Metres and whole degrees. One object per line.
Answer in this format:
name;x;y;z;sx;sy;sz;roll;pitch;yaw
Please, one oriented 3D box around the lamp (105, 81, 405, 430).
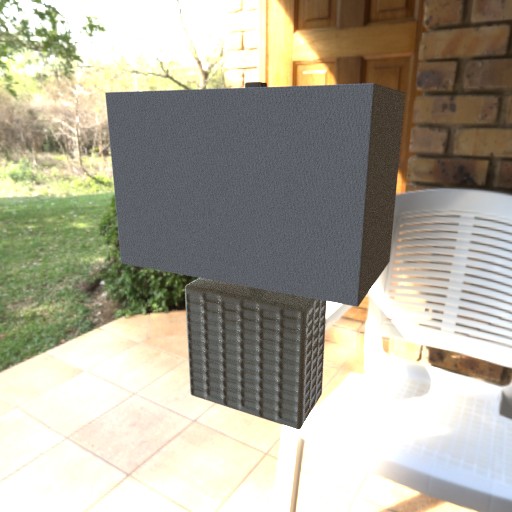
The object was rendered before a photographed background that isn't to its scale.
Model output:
lamp;0.000;0.000;0.704;0.380;0.515;0.200;8;19;25
